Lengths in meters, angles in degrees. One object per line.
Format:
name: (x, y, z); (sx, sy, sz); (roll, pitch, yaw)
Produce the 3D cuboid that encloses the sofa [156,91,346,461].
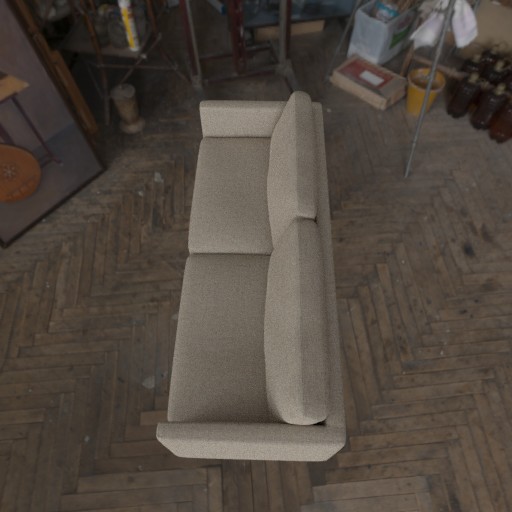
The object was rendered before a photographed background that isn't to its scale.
sofa: (0.000, 0.000, 2.968); (0.951, 0.965, 2.434); (1, 59, 1)
